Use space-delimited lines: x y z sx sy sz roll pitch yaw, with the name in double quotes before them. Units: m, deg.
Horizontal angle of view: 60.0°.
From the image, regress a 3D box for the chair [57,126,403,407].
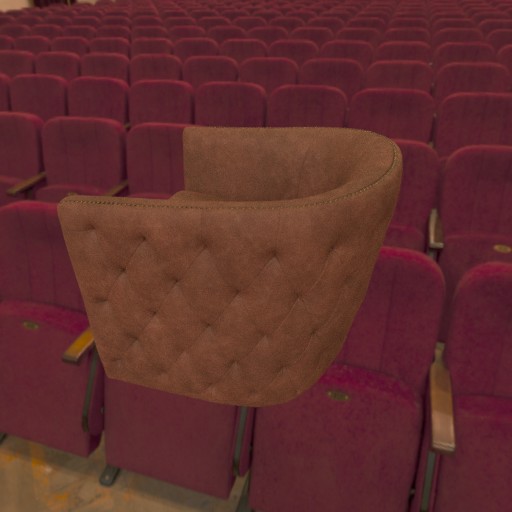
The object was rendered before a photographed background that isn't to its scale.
"chair" 0.000 0.000 1.546 0.870 0.790 0.850 9 32 15
